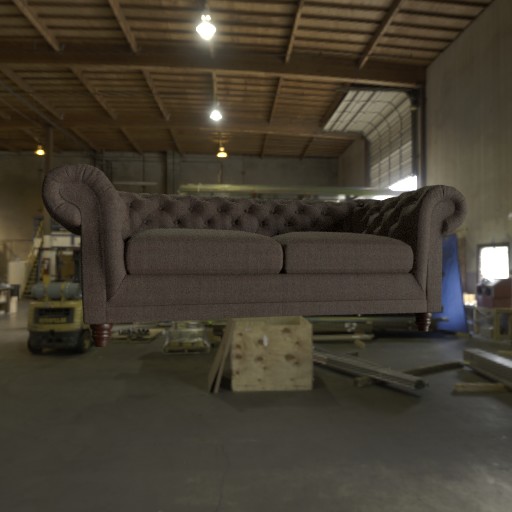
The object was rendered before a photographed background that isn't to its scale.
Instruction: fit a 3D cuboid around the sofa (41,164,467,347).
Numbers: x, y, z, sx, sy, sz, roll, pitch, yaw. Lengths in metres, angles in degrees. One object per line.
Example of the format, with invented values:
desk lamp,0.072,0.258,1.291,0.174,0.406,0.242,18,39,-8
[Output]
sofa,0.000,0.000,2.461,2.048,0.780,0.944,0,-1,-16
